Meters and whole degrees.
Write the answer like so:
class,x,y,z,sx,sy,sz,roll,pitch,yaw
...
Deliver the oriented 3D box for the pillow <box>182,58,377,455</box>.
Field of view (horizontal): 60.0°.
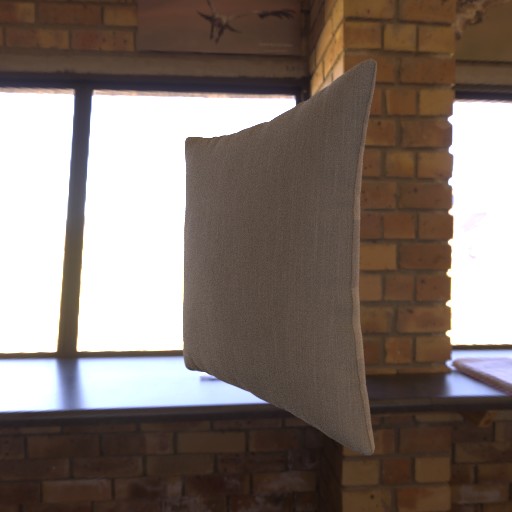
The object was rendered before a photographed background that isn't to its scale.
class,x,y,z,sx,sy,sz,roll,pitch,yaw
pillow,0.000,0.000,0.769,0.161,0.509,0.511,-1,2,-36
